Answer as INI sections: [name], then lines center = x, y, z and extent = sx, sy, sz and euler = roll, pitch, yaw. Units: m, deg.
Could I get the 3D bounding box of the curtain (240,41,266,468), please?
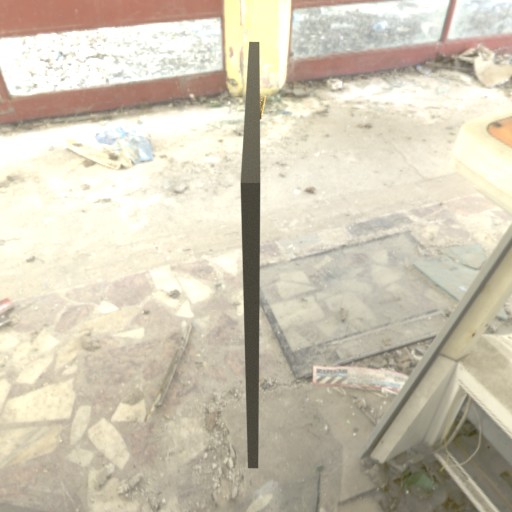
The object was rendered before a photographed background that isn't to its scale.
[curtain]
center = 0.000, 0.000, 0.788
extent = 0.027, 0.585, 0.483
euler = 0, 40, 0
